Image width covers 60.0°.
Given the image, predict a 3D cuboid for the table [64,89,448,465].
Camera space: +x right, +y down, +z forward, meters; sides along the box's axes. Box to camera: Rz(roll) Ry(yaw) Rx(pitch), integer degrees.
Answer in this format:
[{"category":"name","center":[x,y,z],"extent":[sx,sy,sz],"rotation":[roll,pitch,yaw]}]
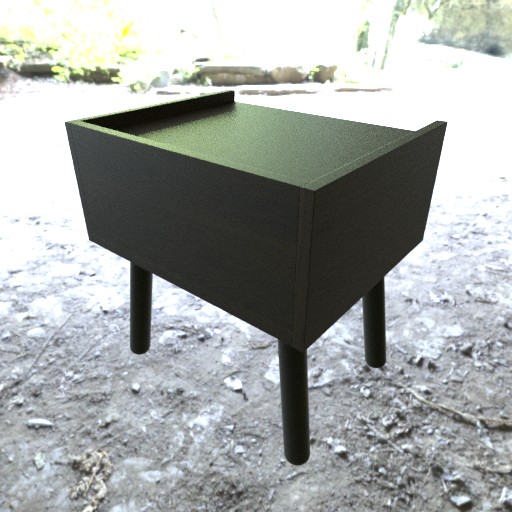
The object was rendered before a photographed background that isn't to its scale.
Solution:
[{"category":"table","center":[0.000,0.000,0.788],"extent":[0.450,0.470,0.370],"rotation":[22,37,33]}]
